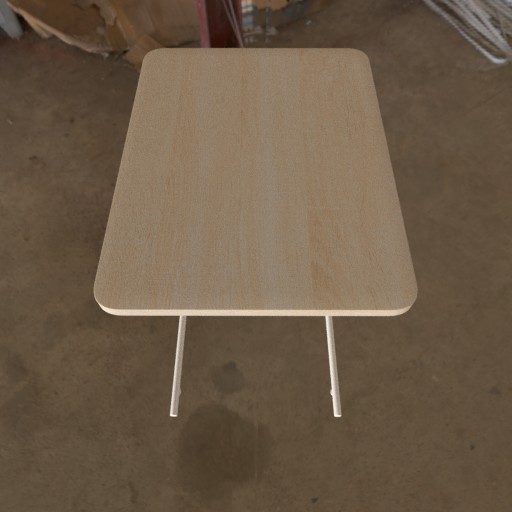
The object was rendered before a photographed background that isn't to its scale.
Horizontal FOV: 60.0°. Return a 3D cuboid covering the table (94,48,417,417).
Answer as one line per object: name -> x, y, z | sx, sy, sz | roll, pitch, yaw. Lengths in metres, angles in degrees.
table -> 0.000, 0.000, 0.851 | 0.370, 0.550, 0.480 | 0, 58, 0
